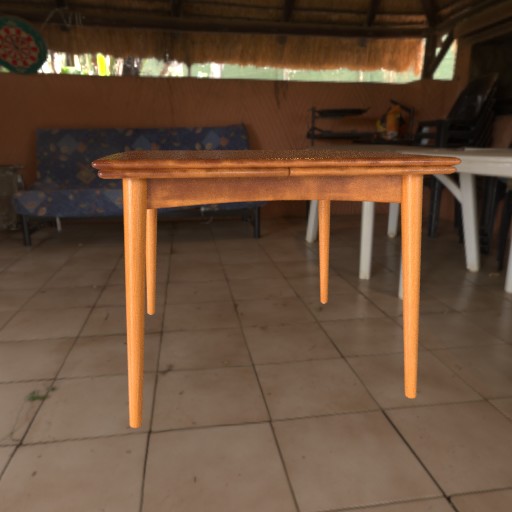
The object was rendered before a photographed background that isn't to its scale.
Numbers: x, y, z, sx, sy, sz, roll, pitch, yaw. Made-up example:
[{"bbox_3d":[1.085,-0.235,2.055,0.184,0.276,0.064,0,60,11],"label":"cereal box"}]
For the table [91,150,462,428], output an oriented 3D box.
[{"bbox_3d":[0.000,0.000,1.666,0.991,0.754,0.991,-3,15,-10],"label":"table"}]
